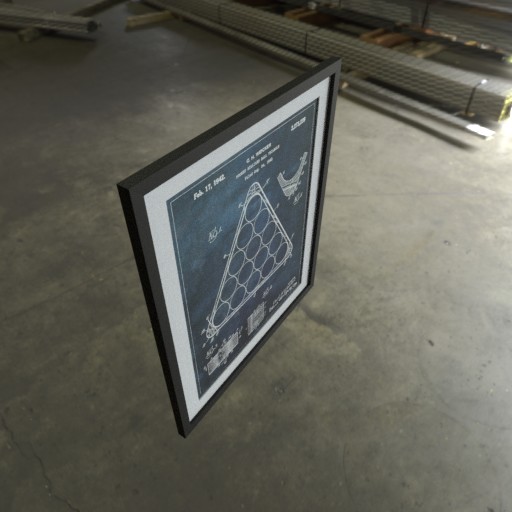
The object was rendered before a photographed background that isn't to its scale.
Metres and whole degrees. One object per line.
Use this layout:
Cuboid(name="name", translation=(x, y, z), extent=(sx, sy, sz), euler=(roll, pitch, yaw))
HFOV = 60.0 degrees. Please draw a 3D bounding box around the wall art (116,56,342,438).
Cuboid(name="wall art", translation=(0.000, 0.000, 1.235), extent=(0.028, 0.863, 0.755), euler=(25, 48, 25))
